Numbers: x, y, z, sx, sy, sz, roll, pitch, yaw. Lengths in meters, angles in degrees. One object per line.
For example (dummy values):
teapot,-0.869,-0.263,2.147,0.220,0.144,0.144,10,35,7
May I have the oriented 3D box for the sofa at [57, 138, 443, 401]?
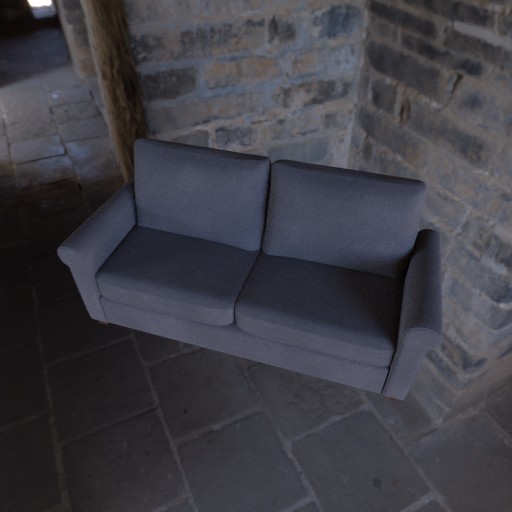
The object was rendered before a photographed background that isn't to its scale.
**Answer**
sofa,0.000,0.000,2.483,1.935,0.942,0.842,12,43,13
